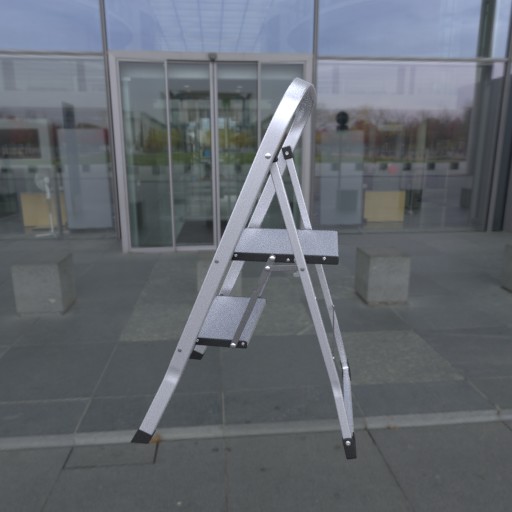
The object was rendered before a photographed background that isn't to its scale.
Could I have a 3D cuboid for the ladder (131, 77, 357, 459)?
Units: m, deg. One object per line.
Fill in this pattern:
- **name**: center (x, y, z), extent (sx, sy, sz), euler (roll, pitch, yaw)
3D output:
- **ladder**: center (0.000, 0.000, 1.140), extent (0.530, 0.830, 0.465), euler (2, 14, 9)
